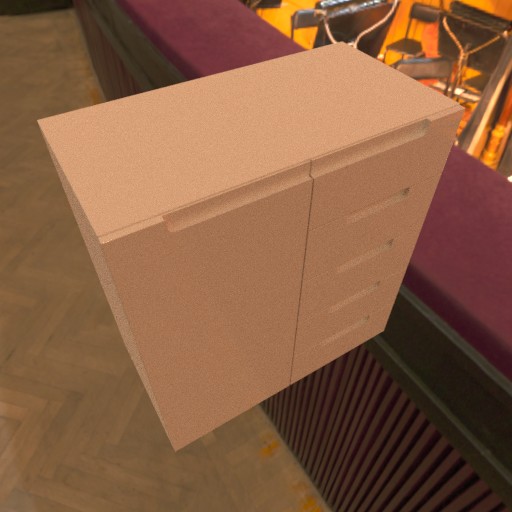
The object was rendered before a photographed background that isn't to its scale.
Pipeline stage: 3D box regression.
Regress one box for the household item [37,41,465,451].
[{"bbox_3d":[0.000,0.000,1.246,0.800,0.870,0.420,-24,51,-21],"label":"household item"}]
